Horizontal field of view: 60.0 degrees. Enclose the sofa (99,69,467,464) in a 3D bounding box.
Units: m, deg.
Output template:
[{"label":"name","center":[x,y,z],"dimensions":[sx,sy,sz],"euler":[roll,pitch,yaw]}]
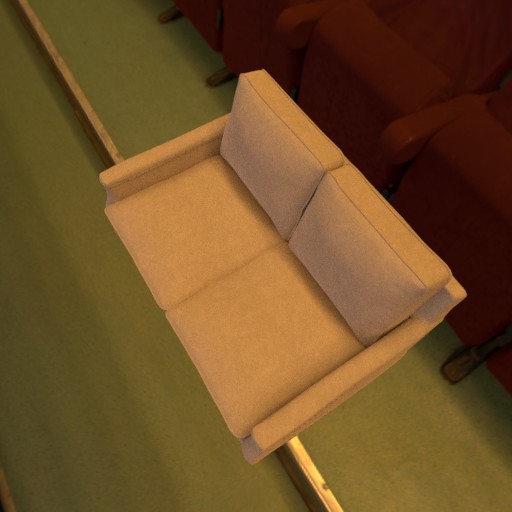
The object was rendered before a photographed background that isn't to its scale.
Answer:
[{"label":"sofa","center":[0.000,0.000,2.242],"dimensions":[1.084,1.002,1.597],"euler":[-30,67,-14]}]
